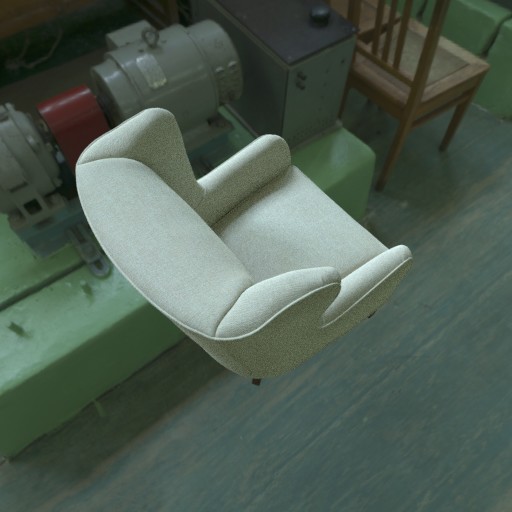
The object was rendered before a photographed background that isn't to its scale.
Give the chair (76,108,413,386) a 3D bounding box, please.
[{"bbox_3d":[0.000,0.000,1.721,0.966,1.040,0.838,-35,65,-19],"label":"chair"}]
